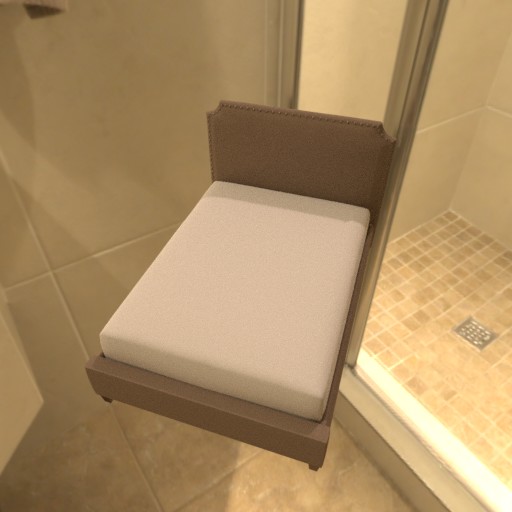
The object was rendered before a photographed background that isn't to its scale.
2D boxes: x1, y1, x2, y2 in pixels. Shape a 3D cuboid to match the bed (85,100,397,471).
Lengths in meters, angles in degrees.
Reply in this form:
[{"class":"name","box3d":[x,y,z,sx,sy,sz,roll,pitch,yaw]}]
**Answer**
[{"class":"bed","box3d":[0.000,0.000,3.478,1.713,1.443,2.372,13,43,14]}]
